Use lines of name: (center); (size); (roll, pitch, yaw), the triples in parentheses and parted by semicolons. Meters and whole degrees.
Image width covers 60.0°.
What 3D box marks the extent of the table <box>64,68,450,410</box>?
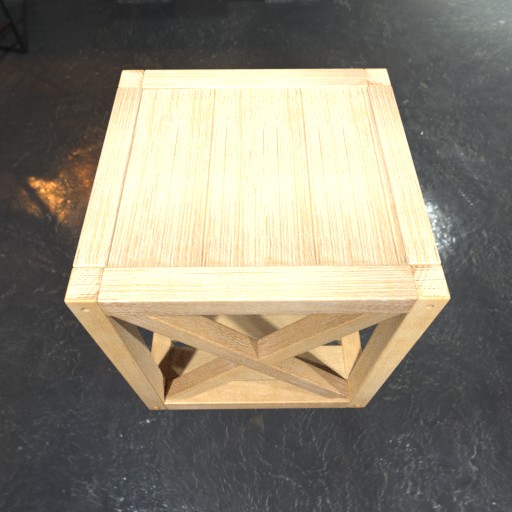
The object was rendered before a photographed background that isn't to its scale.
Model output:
table: (0.000, 0.000, 1.040); (0.559, 0.610, 0.558); (0, 57, 0)
